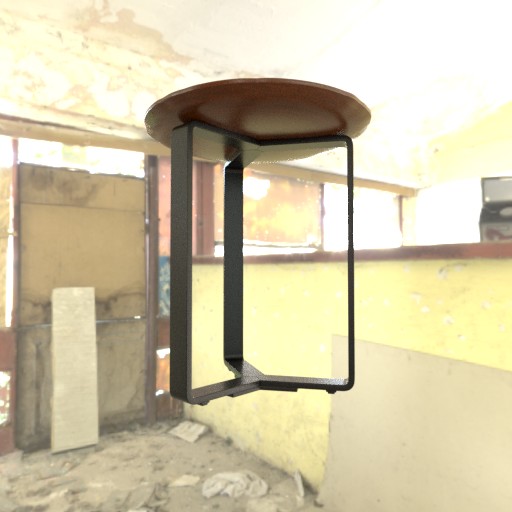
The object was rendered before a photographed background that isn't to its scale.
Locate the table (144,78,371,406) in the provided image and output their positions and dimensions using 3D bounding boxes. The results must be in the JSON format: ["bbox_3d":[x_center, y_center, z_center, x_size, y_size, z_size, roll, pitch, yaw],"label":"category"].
[{"bbox_3d":[0.000,0.000,0.770,0.380,0.450,0.410,0,-2,-17],"label":"table"}]
